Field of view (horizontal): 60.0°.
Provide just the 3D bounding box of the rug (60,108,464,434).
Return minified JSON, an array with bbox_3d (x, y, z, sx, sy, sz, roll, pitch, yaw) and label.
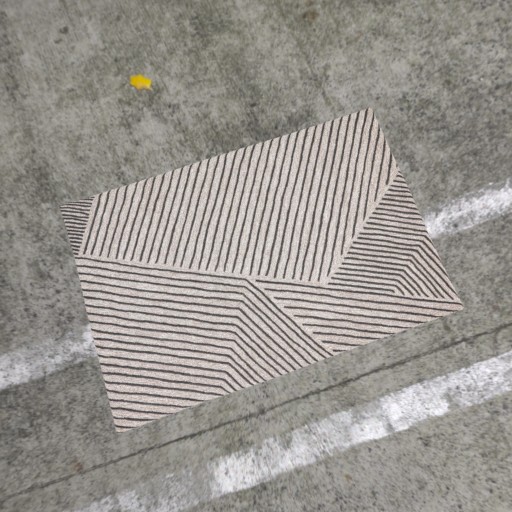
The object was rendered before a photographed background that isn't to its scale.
[{"bbox_3d":[0.000,0.000,2.347,1.842,0.019,1.237,-19,77,-5],"label":"rug"}]
